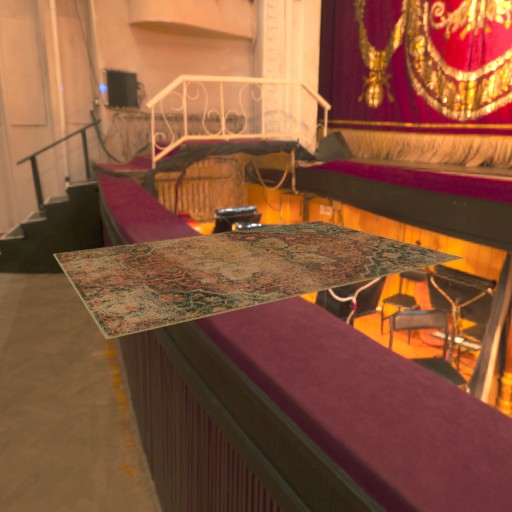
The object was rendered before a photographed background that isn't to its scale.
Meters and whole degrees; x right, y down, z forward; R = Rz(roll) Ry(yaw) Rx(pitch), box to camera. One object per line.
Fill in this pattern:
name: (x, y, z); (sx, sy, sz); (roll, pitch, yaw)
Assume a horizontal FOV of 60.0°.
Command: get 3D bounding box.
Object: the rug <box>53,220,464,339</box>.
rug: (0.000, 0.000, 2.999); (2.363, 0.004, 1.566); (-9, 18, -29)
